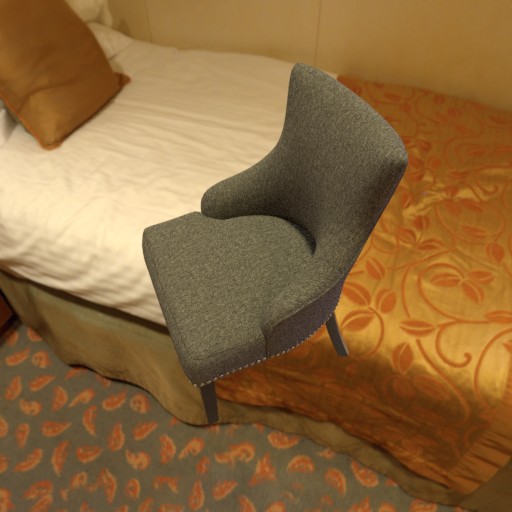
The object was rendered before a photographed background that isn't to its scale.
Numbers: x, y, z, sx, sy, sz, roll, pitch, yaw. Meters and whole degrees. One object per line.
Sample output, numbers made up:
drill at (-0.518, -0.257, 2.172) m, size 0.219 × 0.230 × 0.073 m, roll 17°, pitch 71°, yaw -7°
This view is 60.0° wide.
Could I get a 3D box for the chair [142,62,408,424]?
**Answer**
chair at (0.000, 0.000, 1.351) m, size 0.629 × 0.909 × 0.566 m, roll -17°, pitch 50°, yaw -15°
